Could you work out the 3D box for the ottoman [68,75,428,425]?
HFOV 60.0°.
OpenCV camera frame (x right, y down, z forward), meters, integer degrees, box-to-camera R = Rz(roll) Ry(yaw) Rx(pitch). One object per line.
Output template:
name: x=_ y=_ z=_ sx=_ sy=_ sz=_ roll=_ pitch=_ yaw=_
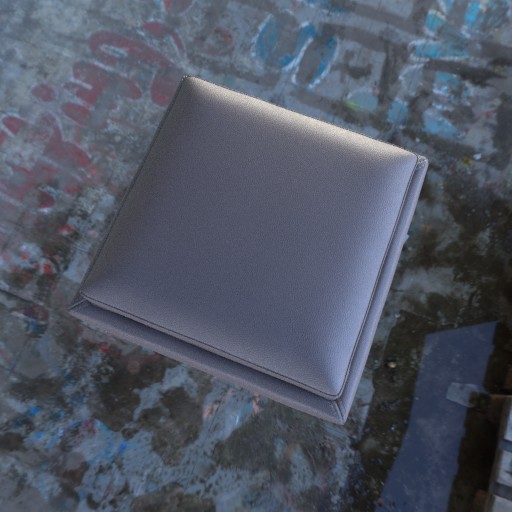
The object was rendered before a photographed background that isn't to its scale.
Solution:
ottoman: x=0.000 y=0.000 z=0.831 sx=0.451 sy=0.460 sz=0.450 roll=21 pitch=77 yaw=5
